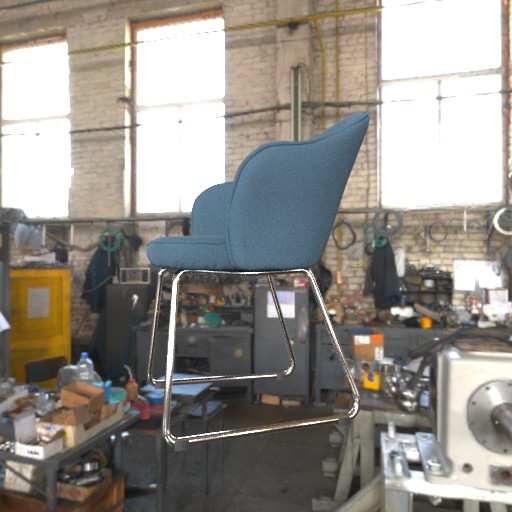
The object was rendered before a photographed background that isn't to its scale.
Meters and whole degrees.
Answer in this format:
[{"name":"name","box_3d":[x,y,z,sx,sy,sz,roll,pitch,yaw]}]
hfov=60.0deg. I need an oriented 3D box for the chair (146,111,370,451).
[{"name":"chair","box_3d":[0.000,0.000,1.231,0.585,0.815,0.570,0,0,-18]}]
